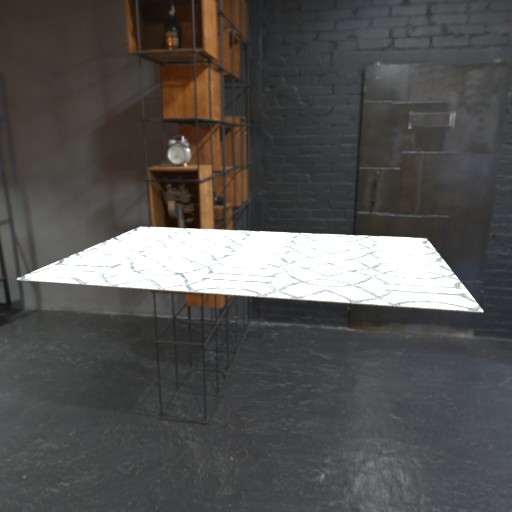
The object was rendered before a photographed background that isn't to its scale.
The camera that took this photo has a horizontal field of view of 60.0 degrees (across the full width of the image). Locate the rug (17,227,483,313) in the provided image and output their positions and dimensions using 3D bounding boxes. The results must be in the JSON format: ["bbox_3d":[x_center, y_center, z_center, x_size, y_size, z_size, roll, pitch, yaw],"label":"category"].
[{"bbox_3d":[0.000,0.000,2.906,2.365,0.017,1.521,3,15,11],"label":"rug"}]
